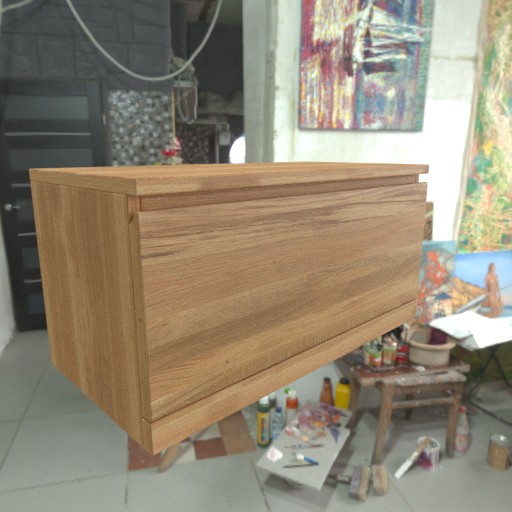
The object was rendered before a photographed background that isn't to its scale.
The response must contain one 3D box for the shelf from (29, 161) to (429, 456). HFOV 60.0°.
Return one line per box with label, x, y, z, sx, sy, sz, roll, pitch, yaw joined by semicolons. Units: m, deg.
shelf;0.000;0.000;1.007;0.800;0.400;0.400;-13;18;-42
